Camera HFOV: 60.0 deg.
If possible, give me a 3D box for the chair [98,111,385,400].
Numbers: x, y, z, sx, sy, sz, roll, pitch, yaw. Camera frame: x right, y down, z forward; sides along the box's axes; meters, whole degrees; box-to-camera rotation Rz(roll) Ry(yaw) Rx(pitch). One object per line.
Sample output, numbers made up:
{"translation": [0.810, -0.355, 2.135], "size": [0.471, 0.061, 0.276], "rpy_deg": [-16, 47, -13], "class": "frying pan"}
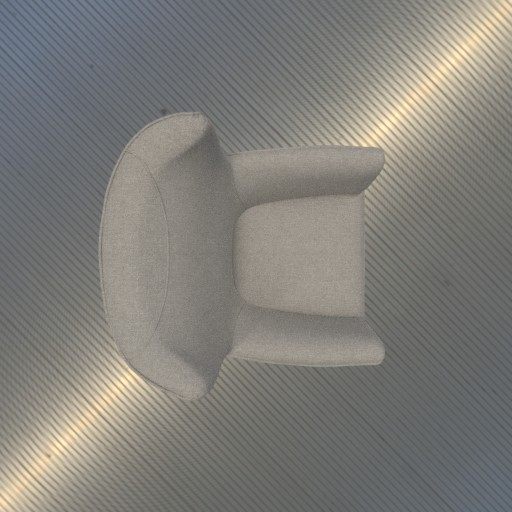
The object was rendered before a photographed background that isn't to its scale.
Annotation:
{"translation": [0.000, 0.000, 1.642], "size": [0.888, 0.933, 0.781], "rpy_deg": [0, 90, 0], "class": "chair"}
